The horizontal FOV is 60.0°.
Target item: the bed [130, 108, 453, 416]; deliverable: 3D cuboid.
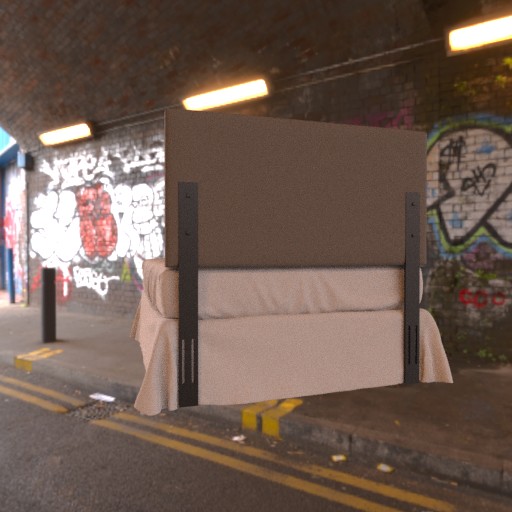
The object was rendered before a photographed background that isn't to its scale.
[{"bbox_3d":[0.000,0.000,3.520,1.936,1.577,2.222,0,1,-17],"label":"bed"}]
